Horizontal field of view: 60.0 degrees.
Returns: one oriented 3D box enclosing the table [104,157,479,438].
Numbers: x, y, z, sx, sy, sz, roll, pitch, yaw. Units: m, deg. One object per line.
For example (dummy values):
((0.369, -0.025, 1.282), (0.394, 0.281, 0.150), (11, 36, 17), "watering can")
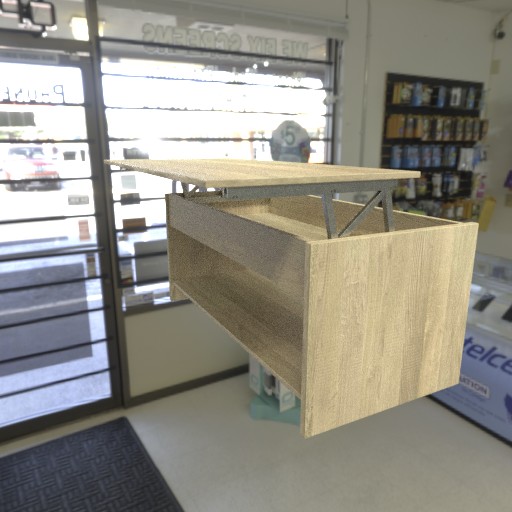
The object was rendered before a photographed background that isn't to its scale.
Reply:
((0.000, 0.000, 1.393), (0.712, 0.570, 1.000), (-7, 16, -27), "table")
